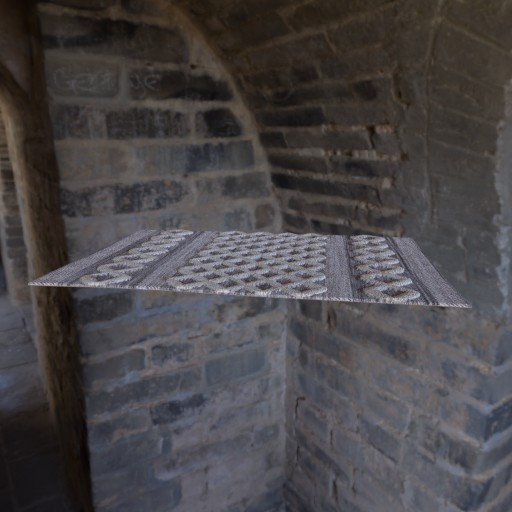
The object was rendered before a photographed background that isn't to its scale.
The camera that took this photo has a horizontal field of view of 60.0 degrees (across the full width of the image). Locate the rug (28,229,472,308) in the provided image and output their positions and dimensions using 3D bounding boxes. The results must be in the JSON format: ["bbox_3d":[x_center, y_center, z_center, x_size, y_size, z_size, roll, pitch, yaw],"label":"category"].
[{"bbox_3d":[0.000,0.000,2.366,1.823,0.030,1.222,2,15,8],"label":"rug"}]
